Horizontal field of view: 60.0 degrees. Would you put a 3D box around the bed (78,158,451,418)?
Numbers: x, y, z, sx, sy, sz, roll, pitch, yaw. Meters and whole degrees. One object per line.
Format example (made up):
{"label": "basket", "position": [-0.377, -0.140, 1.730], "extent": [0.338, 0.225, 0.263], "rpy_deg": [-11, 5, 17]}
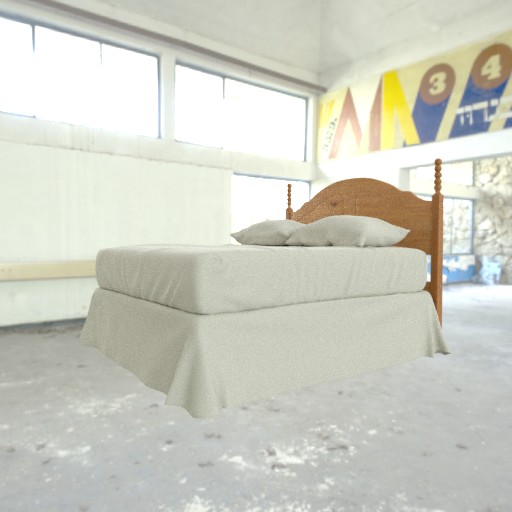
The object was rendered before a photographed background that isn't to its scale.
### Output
{"label": "bed", "position": [0.000, 0.000, 3.159], "extent": [2.040, 1.356, 1.873], "rpy_deg": [-1, 2, -36]}
